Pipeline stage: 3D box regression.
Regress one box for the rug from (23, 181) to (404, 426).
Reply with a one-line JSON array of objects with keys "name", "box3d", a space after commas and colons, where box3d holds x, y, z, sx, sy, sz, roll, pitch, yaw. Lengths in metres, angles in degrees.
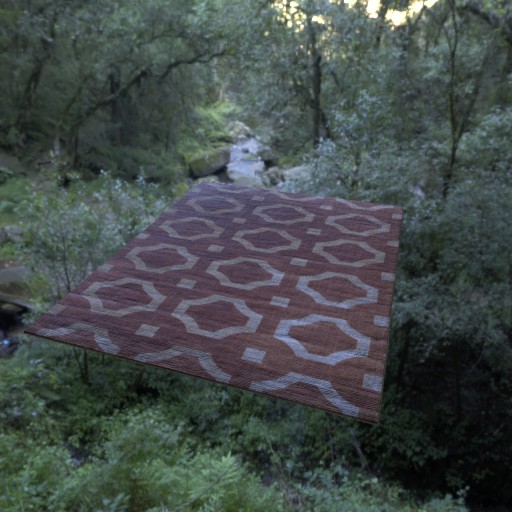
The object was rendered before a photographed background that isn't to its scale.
[{"name": "rug", "box3d": [0.000, 0.000, 4.039, 2.466, 0.021, 3.049, 10, 32, 16]}]
